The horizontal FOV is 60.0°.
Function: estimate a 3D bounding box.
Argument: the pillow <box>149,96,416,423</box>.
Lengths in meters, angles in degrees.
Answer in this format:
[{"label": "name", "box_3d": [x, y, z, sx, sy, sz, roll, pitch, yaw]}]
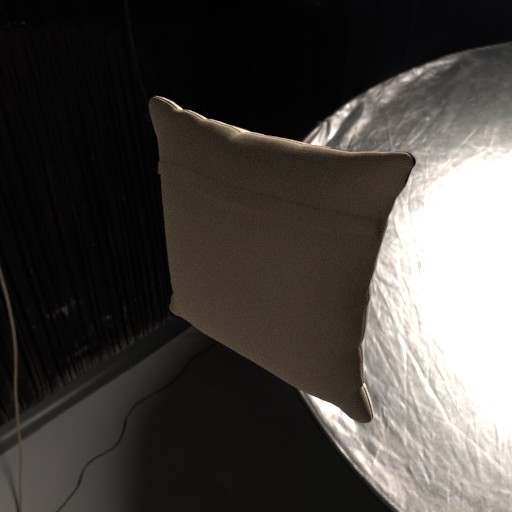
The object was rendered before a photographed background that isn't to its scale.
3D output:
[{"label": "pillow", "box_3d": [0.000, 0.000, 0.817, 0.536, 0.506, 0.229, 22, 37, 33]}]
